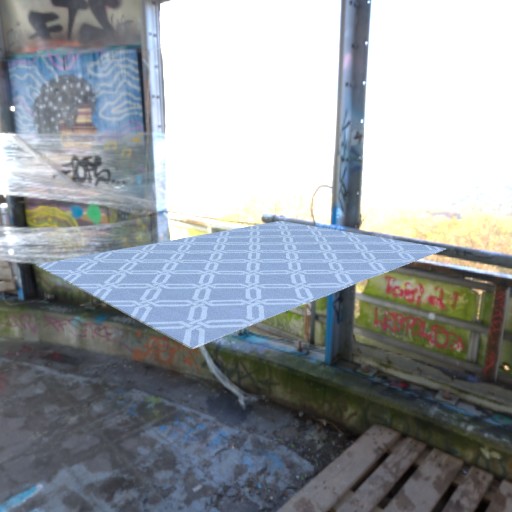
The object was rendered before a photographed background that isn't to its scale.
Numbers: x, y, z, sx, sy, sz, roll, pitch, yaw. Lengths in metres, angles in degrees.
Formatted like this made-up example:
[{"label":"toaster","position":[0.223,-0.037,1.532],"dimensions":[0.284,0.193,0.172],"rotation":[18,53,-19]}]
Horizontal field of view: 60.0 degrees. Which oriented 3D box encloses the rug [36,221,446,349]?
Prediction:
[{"label":"rug","position":[0.000,0.000,2.794],"dimensions":[2.133,0.013,1.522],"rotation":[-14,20,-43]}]
